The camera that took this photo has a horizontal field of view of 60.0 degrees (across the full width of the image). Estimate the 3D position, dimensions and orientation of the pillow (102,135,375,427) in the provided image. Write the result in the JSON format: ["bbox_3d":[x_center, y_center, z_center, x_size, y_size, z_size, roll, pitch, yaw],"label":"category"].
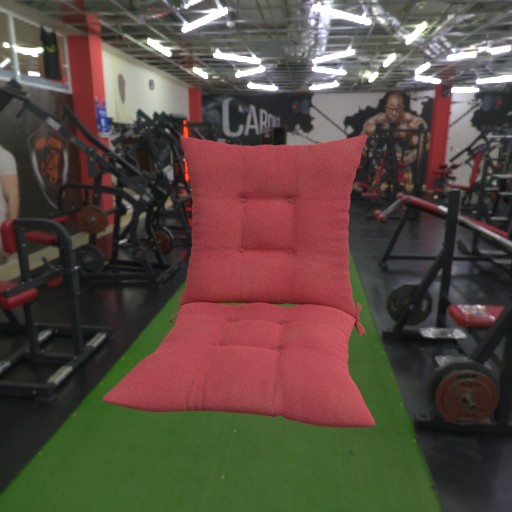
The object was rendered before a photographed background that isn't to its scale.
[{"bbox_3d":[0.000,0.000,1.018,0.541,0.536,0.585,2,15,9],"label":"pillow"}]
